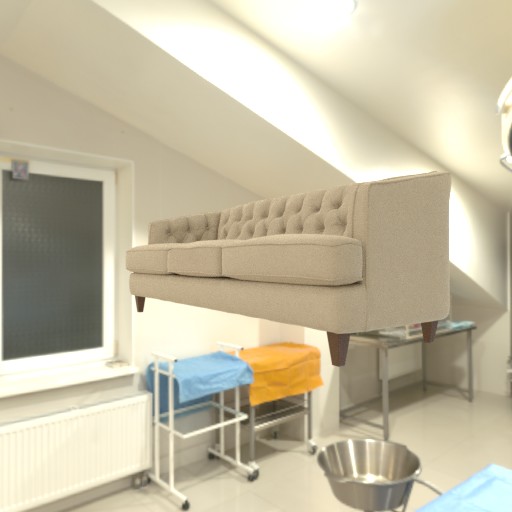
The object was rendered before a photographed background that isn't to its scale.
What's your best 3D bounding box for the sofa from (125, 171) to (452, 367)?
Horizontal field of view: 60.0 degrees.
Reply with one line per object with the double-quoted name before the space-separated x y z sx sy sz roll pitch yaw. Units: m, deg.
"sofa" 0.000 0.000 2.767 0.941 0.855 2.278 0 -1 -35
